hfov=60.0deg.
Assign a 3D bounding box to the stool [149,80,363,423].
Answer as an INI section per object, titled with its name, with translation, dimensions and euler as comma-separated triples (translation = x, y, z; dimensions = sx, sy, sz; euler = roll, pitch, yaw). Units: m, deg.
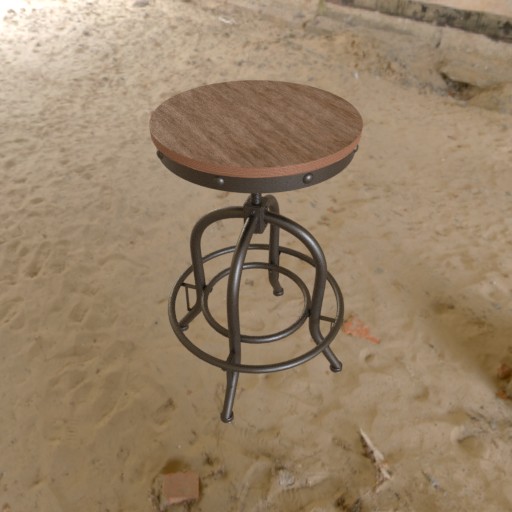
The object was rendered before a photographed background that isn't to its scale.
[stool]
translation = 0.000, 0.000, 0.931
dimensions = 0.439, 0.609, 0.439
euler = 12, 42, 14
